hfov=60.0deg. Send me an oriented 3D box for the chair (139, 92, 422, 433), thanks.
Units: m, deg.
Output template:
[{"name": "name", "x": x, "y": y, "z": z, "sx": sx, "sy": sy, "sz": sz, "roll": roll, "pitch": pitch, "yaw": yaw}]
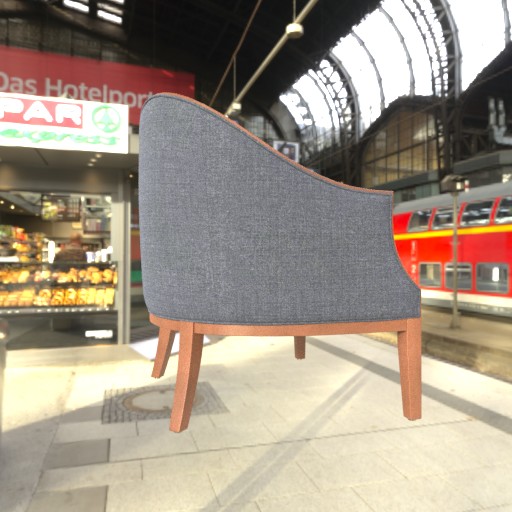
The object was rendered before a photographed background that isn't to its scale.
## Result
[{"name": "chair", "x": 0.000, "y": 0.000, "z": 1.437, "sx": 0.735, "sy": 0.876, "sz": 0.803, "roll": 0, "pitch": 0, "yaw": -18}]
